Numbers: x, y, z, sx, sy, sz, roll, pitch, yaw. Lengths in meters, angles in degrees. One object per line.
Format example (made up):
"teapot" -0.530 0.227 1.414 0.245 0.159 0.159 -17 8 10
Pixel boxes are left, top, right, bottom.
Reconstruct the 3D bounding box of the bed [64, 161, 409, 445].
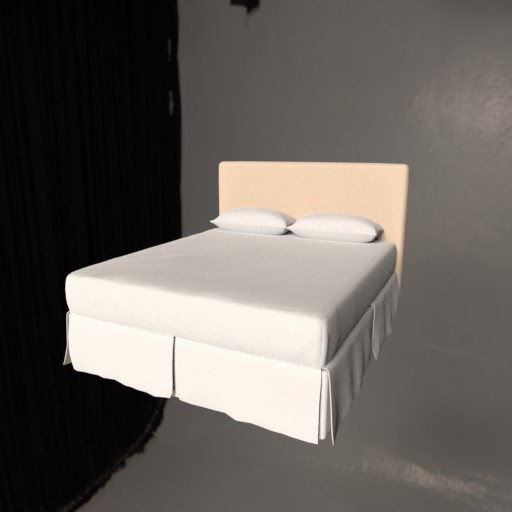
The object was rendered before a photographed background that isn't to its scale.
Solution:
"bed" 0.000 0.000 3.327 1.884 1.330 2.142 7 15 26
